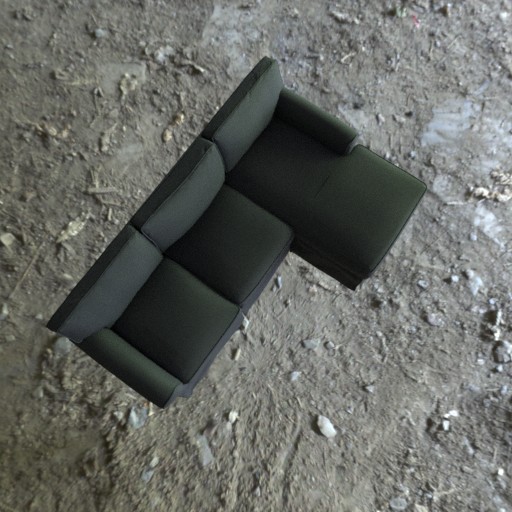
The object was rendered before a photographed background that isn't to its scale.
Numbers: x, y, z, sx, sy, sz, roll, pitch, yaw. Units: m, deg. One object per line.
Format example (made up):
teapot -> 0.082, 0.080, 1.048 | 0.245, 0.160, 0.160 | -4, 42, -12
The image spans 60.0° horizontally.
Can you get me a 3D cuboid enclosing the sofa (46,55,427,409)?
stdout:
sofa -> 0.000, 0.000, 3.317 | 1.637, 1.039, 2.518 | 34, 78, 8
